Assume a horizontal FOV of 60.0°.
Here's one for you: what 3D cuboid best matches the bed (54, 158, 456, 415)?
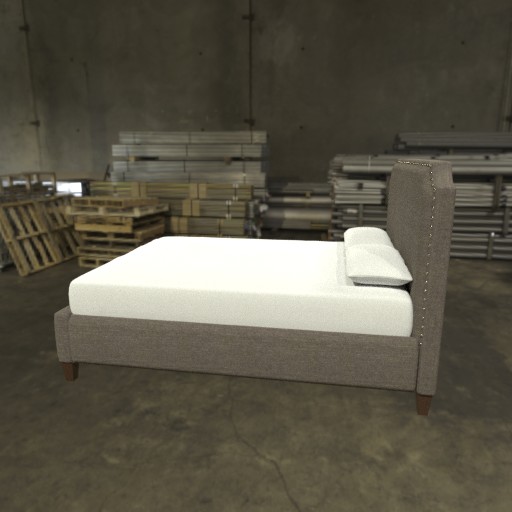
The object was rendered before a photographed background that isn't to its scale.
[{"bbox_3d":[0.000,0.000,3.408,2.381,1.457,1.713,2,13,10],"label":"bed"}]
